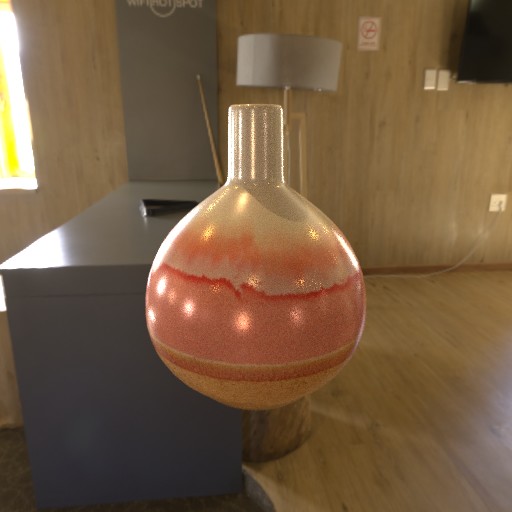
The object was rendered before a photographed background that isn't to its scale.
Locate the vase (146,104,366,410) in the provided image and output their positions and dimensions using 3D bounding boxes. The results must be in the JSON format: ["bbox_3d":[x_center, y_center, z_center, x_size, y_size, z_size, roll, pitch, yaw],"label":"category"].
[{"bbox_3d":[0.000,0.000,0.273,0.137,0.176,0.137,0,17,0],"label":"vase"}]
